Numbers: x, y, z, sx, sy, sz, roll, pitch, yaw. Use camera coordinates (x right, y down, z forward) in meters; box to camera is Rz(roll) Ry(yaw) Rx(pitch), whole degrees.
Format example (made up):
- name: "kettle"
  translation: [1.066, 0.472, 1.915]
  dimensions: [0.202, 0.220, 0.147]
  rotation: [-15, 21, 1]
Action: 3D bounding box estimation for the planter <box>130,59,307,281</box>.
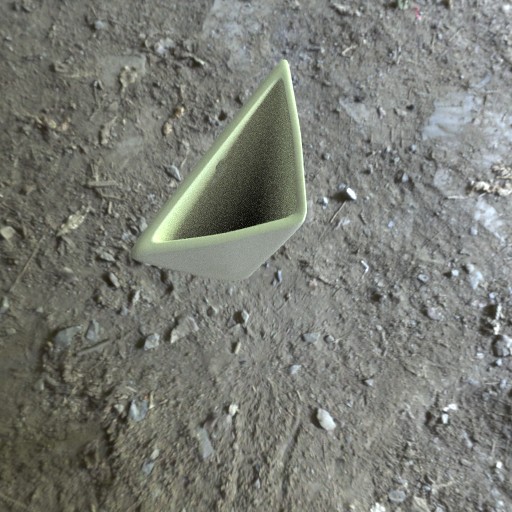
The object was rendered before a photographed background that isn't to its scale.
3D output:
- name: "planter"
  translation: [0.000, 0.000, 0.400]
  dimensions: [0.065, 0.338, 0.143]
  rotation: [34, 78, 8]
